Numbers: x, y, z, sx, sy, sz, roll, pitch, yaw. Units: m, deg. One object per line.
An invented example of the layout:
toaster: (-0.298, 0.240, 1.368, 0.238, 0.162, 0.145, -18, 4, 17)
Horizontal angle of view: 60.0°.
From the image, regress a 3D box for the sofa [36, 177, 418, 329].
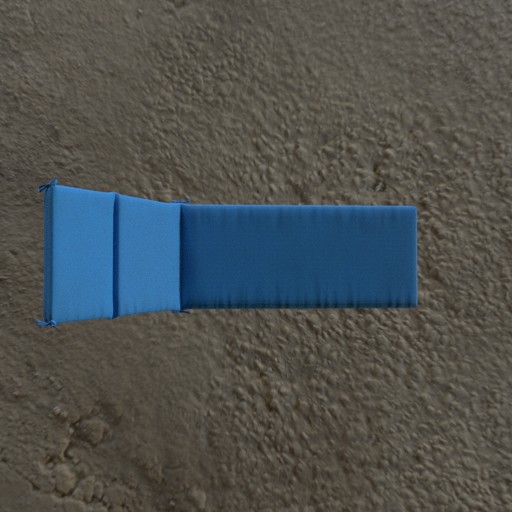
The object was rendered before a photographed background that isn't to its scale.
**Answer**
sofa: (0.000, 0.000, 1.961, 1.663, 0.622, 0.582, 0, 89, -3)
